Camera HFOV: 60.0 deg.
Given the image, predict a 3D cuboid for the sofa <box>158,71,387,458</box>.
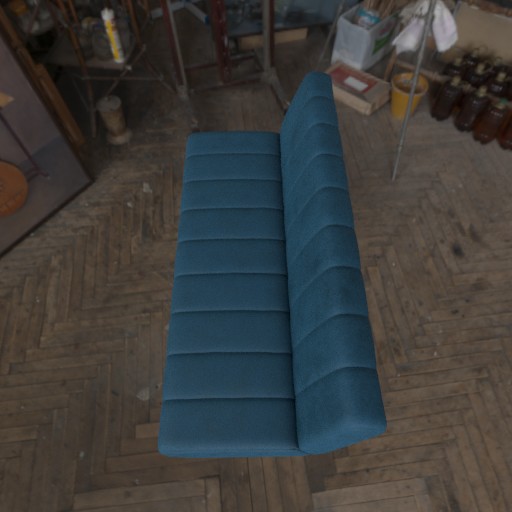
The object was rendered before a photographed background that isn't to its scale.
[{"bbox_3d":[0.000,0.000,2.215,0.830,0.825,1.810,-1,58,0],"label":"sofa"}]
